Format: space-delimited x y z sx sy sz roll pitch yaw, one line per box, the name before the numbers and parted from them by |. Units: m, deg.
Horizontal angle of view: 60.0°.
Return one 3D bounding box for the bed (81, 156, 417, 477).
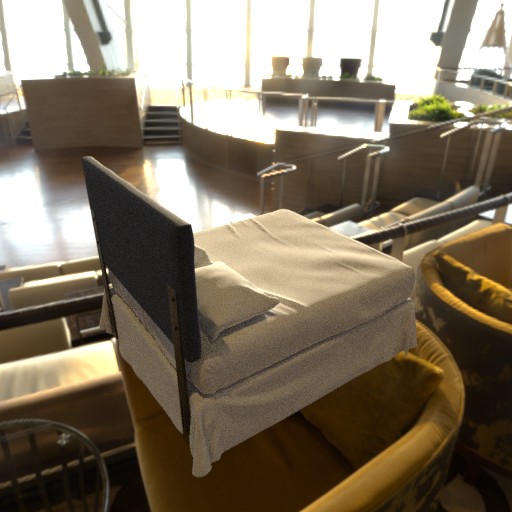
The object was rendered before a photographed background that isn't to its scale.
bed | 0.000 0.000 3.569 2.222 1.577 1.936 -18 32 -31
